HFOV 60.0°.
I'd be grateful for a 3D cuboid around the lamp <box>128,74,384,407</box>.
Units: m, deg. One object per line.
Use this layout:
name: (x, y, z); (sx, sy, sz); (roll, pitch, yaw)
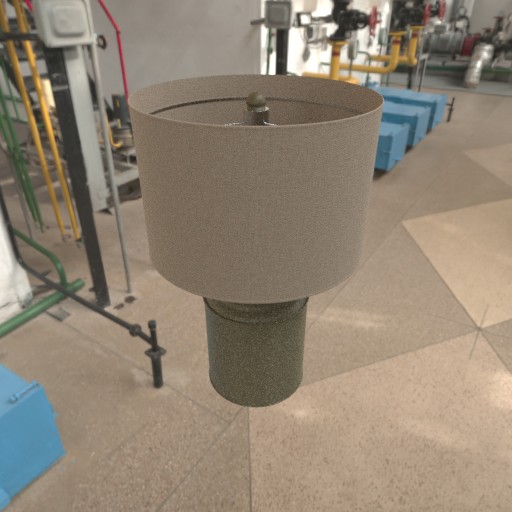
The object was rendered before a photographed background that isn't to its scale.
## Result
lamp: (0.000, 0.000, 0.688); (0.318, 0.486, 0.318); (0, 31, 0)
